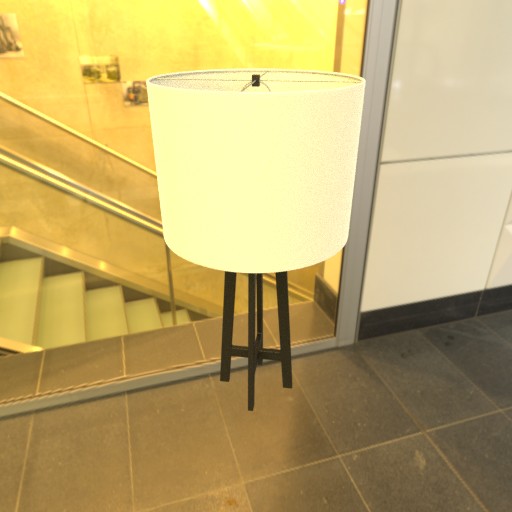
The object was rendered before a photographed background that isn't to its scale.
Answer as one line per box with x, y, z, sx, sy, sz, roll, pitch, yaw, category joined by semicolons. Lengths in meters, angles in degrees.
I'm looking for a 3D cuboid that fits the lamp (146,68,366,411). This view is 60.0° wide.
0.000;0.000;0.644;0.257;0.489;0.257;-19;33;-32;lamp
